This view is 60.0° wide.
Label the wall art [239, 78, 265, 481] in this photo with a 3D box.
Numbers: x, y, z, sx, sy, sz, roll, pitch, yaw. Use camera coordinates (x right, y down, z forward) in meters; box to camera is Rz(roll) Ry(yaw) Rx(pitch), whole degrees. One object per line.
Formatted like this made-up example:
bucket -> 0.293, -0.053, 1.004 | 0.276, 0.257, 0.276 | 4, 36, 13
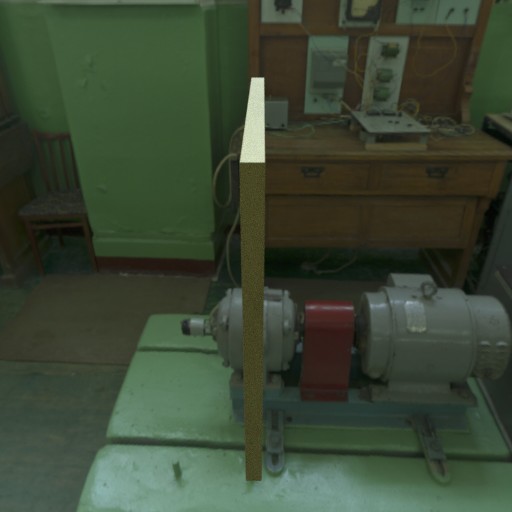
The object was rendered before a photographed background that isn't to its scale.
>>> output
wall art -> 0.000, 0.000, 1.163 | 0.037, 0.763, 0.763 | 0, 30, 1
